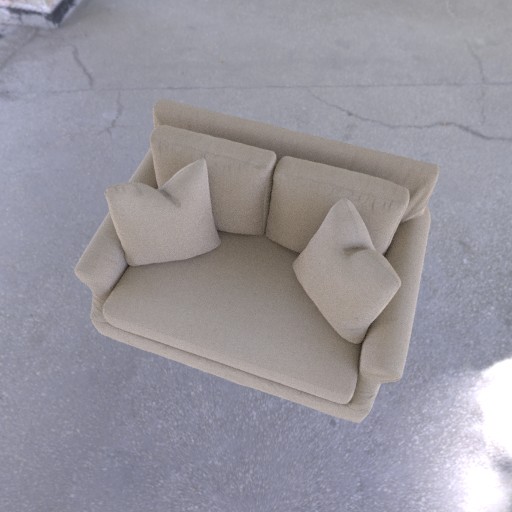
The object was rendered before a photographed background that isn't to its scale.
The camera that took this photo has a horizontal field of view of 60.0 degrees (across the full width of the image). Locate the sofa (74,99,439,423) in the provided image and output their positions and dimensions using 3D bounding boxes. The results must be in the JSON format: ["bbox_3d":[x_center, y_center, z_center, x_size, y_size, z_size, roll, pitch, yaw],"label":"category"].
[{"bbox_3d":[0.000,0.000,2.191,1.550,0.905,1.070,16,59,10],"label":"sofa"}]
